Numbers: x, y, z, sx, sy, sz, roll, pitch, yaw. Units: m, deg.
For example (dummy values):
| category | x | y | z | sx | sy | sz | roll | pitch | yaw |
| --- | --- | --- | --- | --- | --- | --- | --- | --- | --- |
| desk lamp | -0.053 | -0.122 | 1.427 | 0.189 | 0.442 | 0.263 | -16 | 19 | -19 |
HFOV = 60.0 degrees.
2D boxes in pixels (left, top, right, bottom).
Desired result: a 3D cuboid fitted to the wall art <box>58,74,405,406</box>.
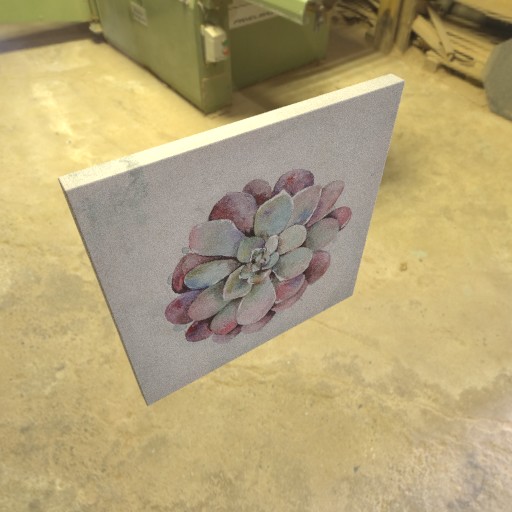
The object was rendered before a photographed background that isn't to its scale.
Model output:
| category | x | y | z | sx | sy | sz | roll | pitch | yaw |
| --- | --- | --- | --- | --- | --- | --- | --- | --- | --- |
| wall art | 0.000 | 0.000 | 0.909 | 0.605 | 0.605 | 0.044 | -24 | 50 | -22 |
